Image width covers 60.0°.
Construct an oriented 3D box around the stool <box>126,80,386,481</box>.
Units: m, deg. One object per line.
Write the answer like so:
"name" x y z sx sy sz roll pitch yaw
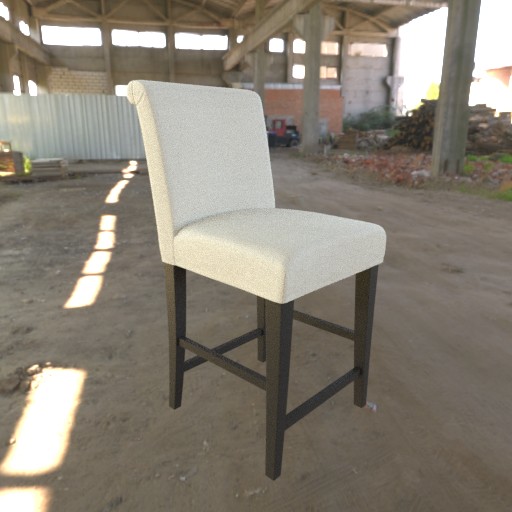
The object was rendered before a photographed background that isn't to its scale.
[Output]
"stool" 0.000 0.000 1.307 0.597 0.976 0.452 14 21 42
